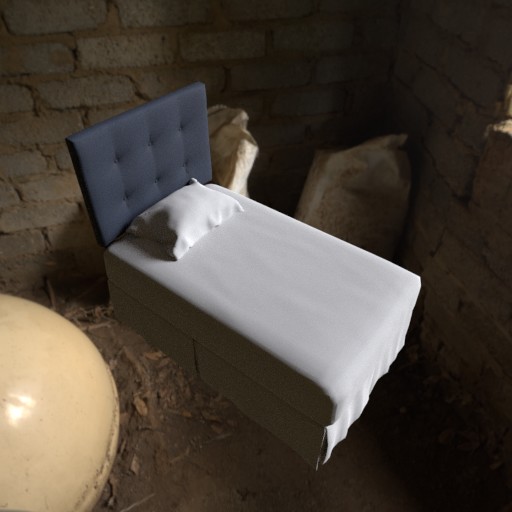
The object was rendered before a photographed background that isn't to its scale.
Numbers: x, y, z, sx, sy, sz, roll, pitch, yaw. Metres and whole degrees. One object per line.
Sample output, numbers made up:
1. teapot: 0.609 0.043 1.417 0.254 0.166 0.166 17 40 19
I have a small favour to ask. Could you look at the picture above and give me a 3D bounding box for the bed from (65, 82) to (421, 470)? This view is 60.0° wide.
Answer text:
1. bed: 0.000 0.000 2.981 1.997 1.571 1.261 27 49 27
